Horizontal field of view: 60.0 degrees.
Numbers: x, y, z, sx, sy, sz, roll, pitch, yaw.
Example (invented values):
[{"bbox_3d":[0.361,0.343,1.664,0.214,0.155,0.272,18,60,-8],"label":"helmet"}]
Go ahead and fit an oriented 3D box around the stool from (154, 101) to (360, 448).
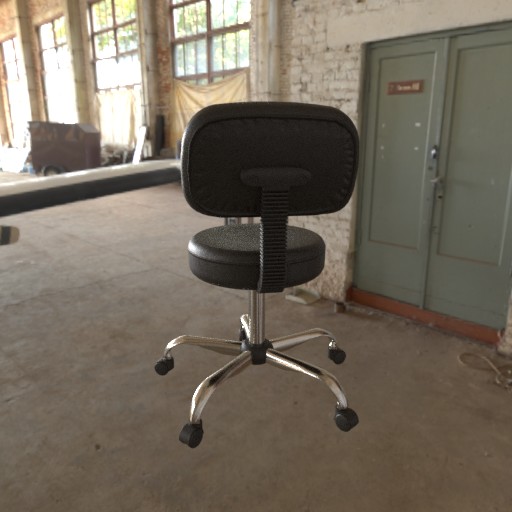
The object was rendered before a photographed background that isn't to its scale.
[{"bbox_3d":[0.000,0.000,1.359,0.673,0.862,0.648,-2,16,-8],"label":"stool"}]
